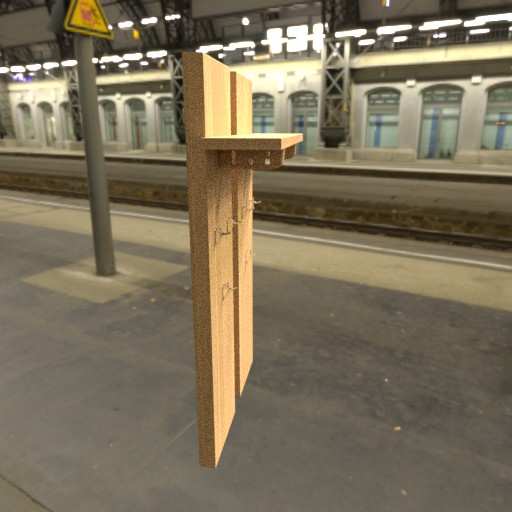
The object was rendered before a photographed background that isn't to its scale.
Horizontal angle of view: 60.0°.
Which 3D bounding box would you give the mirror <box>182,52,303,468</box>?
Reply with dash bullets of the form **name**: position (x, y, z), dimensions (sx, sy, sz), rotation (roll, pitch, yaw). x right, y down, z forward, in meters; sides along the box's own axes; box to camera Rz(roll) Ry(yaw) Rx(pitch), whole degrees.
- **mirror**: position (0.000, 0.000, 1.596), dimensions (0.260, 1.250, 0.800), rotation (3, 16, 9)
